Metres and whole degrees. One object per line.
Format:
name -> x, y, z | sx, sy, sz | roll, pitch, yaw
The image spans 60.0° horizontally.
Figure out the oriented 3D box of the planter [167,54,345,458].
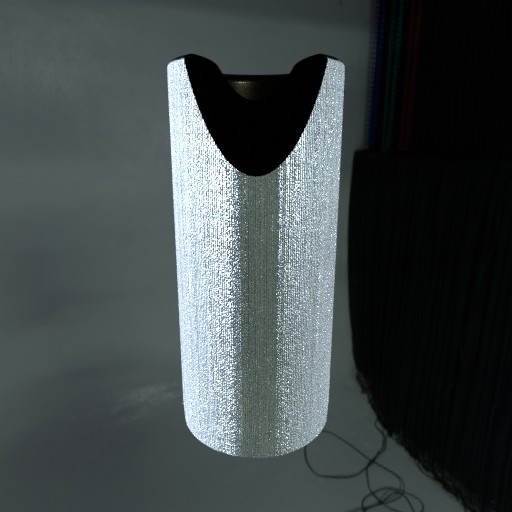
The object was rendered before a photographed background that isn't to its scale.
planter -> 0.000, 0.000, 0.128 | 0.045, 0.103, 0.045 | -8, 17, -26
